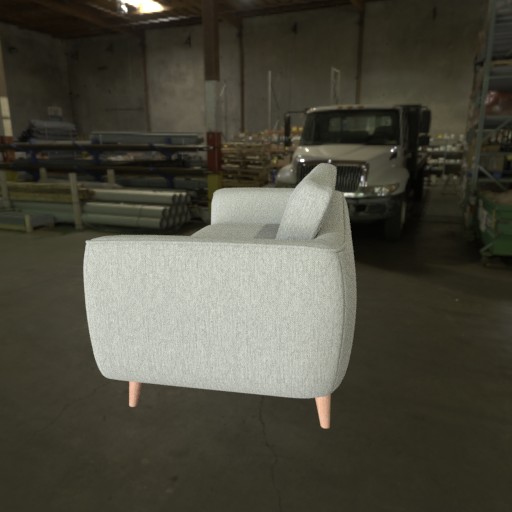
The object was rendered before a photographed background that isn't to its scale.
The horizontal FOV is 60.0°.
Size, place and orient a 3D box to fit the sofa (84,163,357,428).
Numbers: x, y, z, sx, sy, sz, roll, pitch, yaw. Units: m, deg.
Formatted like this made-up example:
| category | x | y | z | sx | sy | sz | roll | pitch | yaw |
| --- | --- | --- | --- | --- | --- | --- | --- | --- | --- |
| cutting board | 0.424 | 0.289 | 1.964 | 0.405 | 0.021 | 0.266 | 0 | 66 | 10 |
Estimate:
| category | x | y | z | sx | sy | sz | roll | pitch | yaw |
| --- | --- | --- | --- | --- | --- | --- | --- | --- | --- |
| sofa | 0.000 | 0.000 | 2.179 | 0.920 | 0.850 | 1.700 | 3 | 15 | 10 |
